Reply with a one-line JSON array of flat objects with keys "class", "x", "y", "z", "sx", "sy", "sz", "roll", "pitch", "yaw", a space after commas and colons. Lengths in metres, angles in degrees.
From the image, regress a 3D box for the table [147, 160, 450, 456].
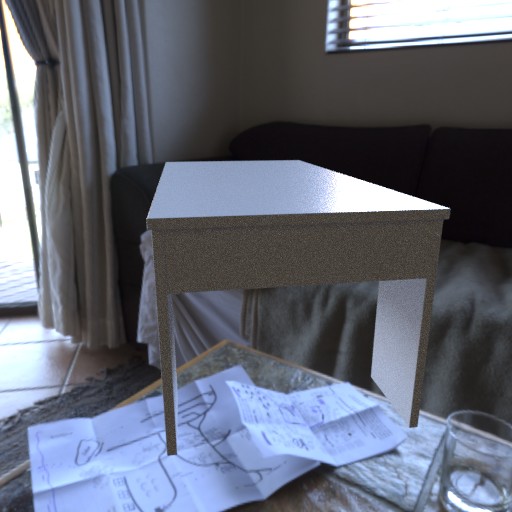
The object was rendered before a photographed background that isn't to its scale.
[{"class": "table", "x": 0.000, "y": 0.000, "z": 1.243, "sx": 0.500, "sy": 0.440, "sz": 1.000, "roll": -3, "pitch": 17, "yaw": -9}]
